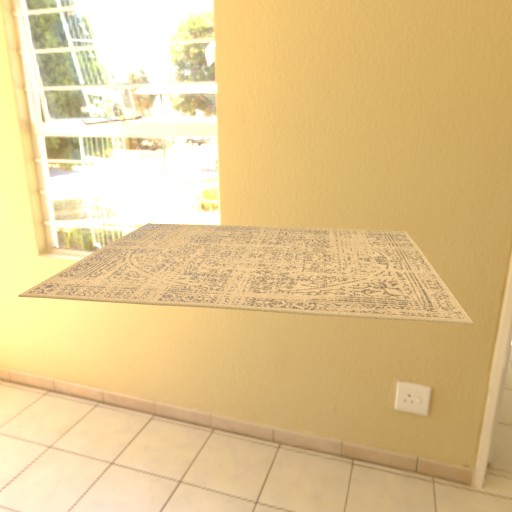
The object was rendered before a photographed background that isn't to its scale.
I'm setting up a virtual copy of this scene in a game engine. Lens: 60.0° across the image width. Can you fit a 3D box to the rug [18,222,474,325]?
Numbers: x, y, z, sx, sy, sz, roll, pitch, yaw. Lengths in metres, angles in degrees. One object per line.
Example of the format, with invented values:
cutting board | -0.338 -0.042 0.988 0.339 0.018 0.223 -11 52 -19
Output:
rug | 0.000 0.000 3.869 2.921 0.032 2.311 2 17 8
